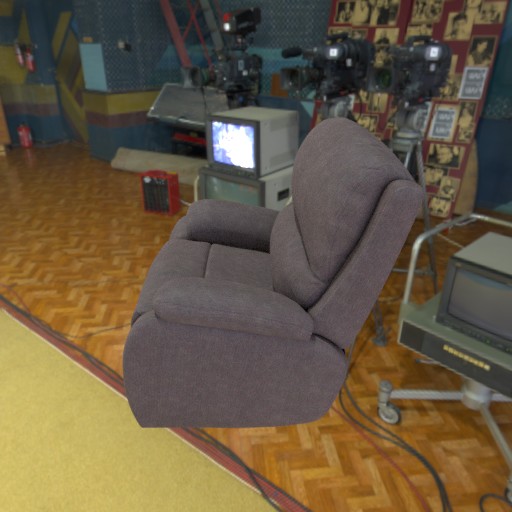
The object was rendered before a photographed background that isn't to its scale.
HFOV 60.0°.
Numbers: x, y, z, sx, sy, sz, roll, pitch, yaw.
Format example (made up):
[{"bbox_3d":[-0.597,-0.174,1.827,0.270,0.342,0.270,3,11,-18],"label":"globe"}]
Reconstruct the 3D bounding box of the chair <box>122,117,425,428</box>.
[{"bbox_3d":[0.000,0.000,1.727,0.899,1.011,0.930,0,26,0],"label":"chair"}]
